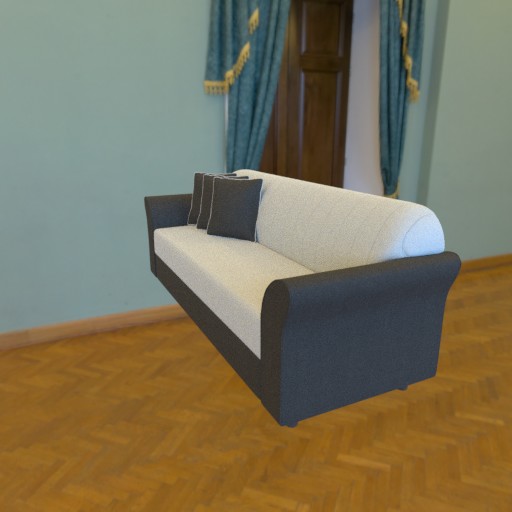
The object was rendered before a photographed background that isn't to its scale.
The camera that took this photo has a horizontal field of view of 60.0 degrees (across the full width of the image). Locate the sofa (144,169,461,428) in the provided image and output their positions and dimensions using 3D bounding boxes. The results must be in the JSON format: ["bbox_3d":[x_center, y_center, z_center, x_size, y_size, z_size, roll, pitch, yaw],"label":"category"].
[{"bbox_3d":[0.000,0.000,2.426,0.755,0.787,2.001,-8,18,-25],"label":"sofa"}]
